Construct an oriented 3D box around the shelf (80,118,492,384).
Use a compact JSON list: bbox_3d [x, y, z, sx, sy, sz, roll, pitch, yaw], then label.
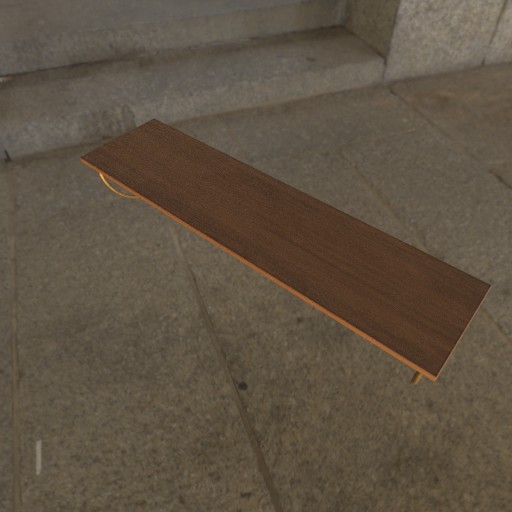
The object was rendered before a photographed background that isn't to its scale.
[{"bbox_3d":[0.000,0.000,0.723,0.636,0.190,0.166,31,54,26],"label":"shelf"}]
